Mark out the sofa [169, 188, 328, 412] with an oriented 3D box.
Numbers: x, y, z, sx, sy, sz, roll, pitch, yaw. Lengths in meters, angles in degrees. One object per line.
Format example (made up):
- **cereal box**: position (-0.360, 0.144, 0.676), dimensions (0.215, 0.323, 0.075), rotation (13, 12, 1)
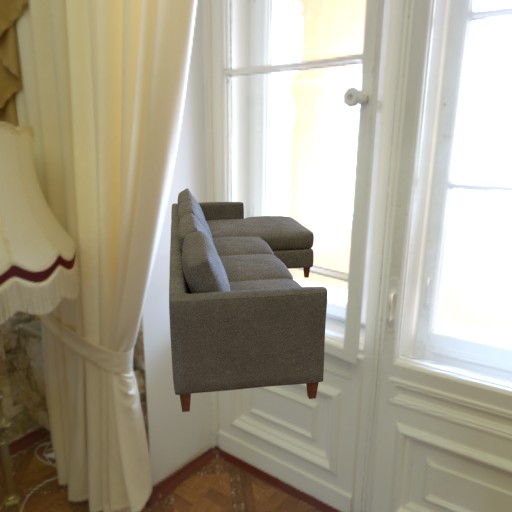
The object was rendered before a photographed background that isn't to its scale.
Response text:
- **sofa**: position (0.000, 0.000, 4.262), dimensions (1.604, 0.950, 3.471), rotation (-3, 16, -10)
